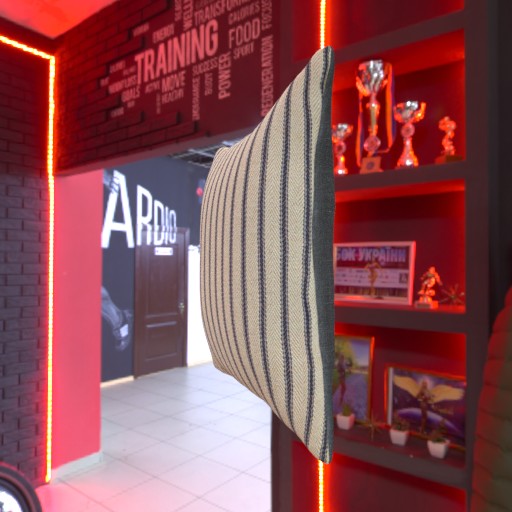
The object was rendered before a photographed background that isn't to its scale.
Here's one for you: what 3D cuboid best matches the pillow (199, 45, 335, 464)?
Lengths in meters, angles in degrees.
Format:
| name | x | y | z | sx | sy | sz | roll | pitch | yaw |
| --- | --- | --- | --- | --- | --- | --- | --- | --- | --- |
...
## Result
| name | x | y | z | sx | sy | sz | roll | pitch | yaw |
| --- | --- | --- | --- | --- | --- | --- | --- | --- | --- |
| pillow | 0.000 | 0.000 | 0.685 | 0.138 | 0.444 | 0.468 | 0 | -1 | -20 |
